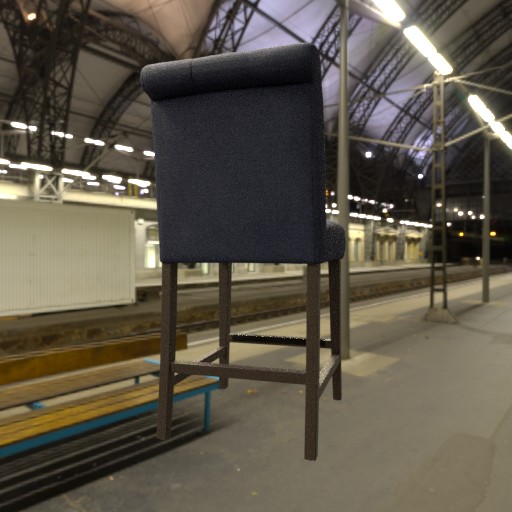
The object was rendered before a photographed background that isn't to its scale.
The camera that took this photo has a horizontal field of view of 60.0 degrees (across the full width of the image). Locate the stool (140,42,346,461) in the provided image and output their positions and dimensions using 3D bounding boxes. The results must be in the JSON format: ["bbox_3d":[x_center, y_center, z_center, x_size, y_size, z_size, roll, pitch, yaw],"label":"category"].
[{"bbox_3d":[0.000,0.000,1.351,0.493,1.010,0.601,0,0,17],"label":"stool"}]
